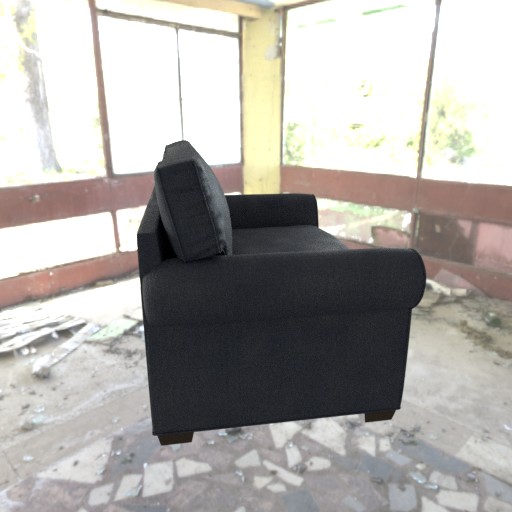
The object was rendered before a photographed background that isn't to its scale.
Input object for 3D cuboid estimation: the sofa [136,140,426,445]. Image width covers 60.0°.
[{"bbox_3d":[0.000,0.000,2.060,0.938,1.004,1.405,-3,17,-9],"label":"sofa"}]
